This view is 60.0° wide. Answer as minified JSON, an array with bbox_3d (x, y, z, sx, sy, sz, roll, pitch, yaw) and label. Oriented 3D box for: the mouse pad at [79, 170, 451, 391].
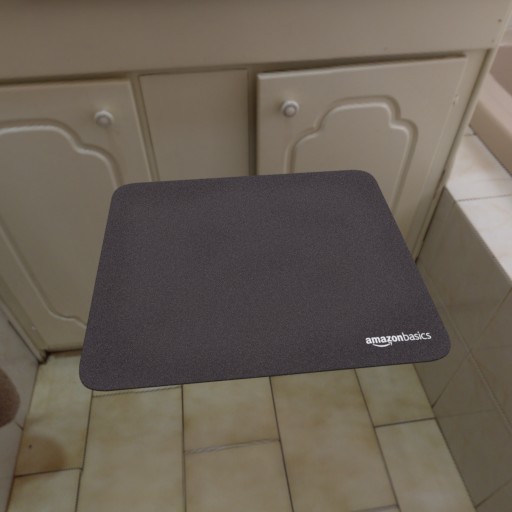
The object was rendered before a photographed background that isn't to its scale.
[{"bbox_3d":[0.000,0.000,0.451,0.315,0.002,0.269,-4,47,-4],"label":"mouse pad"}]
